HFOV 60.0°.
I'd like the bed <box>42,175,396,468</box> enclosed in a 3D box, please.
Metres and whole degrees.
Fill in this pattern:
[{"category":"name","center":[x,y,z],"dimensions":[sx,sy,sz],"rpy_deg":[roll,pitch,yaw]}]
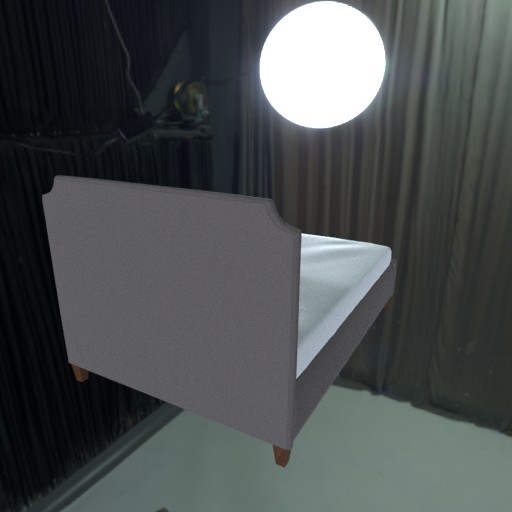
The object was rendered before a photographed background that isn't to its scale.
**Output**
[{"category":"bed","center":[0.000,0.000,3.441],"dimensions":[1.713,1.443,2.372],"rpy_deg":[10,22,28]}]
